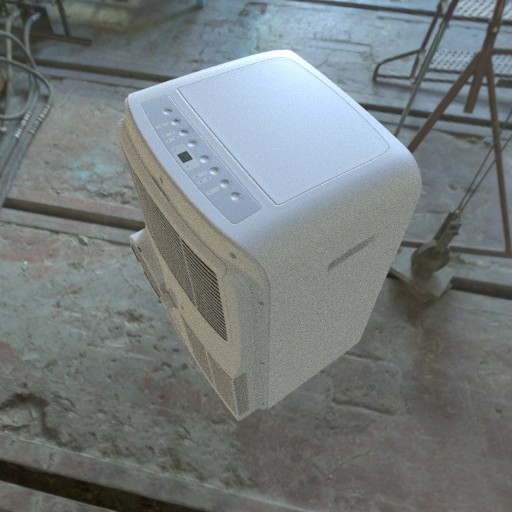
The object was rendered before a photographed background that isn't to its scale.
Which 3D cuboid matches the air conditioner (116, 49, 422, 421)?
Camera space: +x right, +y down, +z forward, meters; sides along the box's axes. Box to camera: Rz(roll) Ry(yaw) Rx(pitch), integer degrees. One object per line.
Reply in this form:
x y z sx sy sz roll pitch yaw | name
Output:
0.000 0.000 1.023 0.467 0.765 0.478 -29 62 -17 | air conditioner
